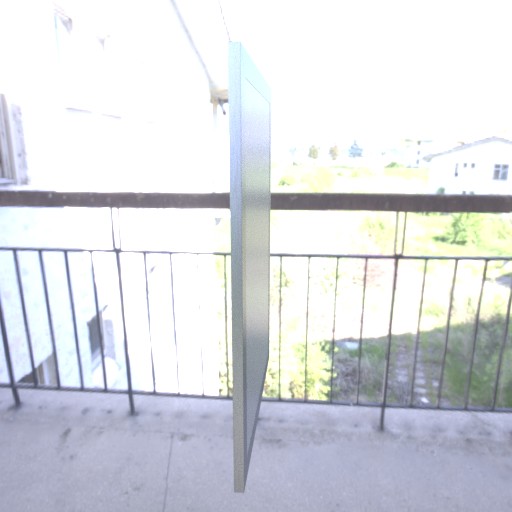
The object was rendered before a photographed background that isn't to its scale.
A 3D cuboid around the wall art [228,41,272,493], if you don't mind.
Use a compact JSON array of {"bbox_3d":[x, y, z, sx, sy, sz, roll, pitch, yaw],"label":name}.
[{"bbox_3d":[0.000,0.000,0.682,0.013,0.529,0.376,2,14,6],"label":"wall art"}]
